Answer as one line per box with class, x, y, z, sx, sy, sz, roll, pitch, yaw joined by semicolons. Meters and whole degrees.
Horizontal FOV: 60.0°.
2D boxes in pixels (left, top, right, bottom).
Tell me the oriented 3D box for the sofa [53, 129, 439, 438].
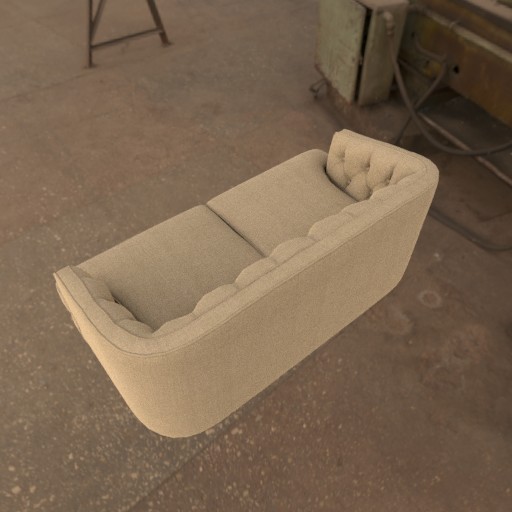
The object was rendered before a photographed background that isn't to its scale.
sofa;0.000;0.000;2.221;1.733;0.855;0.941;-31;55;-25
